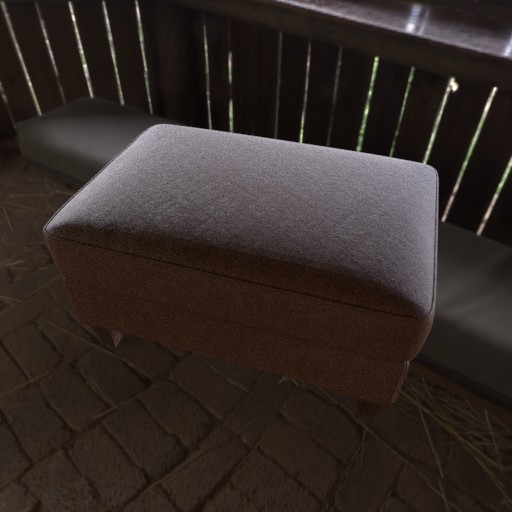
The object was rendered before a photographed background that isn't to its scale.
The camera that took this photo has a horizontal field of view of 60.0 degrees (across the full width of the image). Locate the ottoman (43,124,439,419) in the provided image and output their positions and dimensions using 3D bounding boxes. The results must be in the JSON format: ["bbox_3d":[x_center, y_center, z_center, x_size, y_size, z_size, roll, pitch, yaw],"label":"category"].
[{"bbox_3d":[0.000,0.000,1.200,0.864,0.483,0.584,12,44,13],"label":"ottoman"}]
